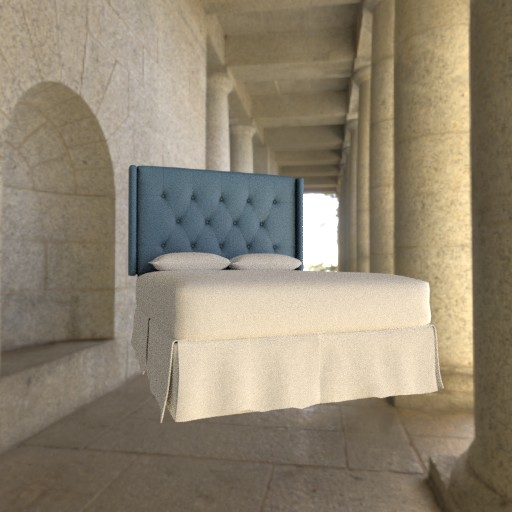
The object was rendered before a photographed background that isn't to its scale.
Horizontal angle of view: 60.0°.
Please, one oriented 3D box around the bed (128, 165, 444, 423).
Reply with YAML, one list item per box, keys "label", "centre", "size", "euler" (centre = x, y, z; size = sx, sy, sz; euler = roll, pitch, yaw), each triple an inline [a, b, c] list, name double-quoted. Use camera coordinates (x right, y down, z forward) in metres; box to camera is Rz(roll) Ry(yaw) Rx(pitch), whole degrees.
- label: "bed"
  centre: [0.000, 0.000, 3.361]
  size: [1.719, 1.665, 2.078]
  euler: [0, -1, -20]
